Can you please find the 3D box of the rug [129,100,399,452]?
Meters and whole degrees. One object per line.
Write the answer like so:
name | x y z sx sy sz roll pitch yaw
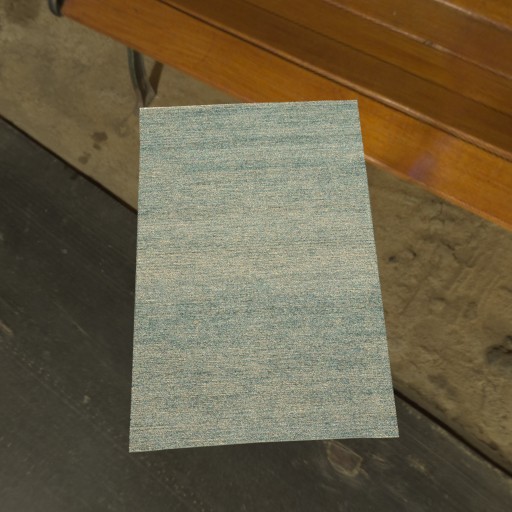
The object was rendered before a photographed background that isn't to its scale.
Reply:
rug | 0.000 0.000 5.128 2.802 0.052 4.078 -2 74 -1
